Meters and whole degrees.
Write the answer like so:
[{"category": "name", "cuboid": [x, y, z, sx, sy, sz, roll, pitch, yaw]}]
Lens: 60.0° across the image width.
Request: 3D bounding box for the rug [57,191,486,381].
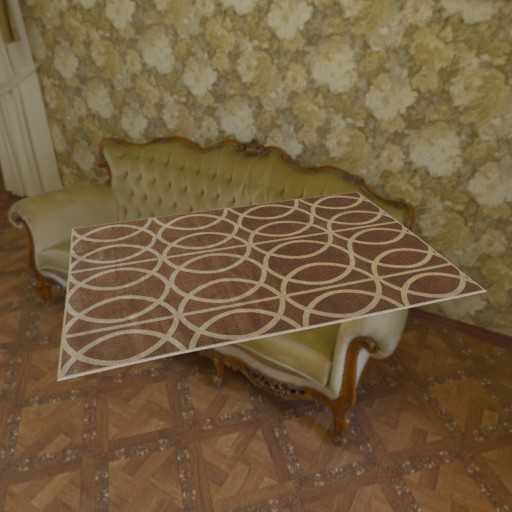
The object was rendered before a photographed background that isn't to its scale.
[{"category": "rug", "cuboid": [0.000, 0.000, 2.849, 2.294, 0.014, 1.528, -9, 32, -15]}]
